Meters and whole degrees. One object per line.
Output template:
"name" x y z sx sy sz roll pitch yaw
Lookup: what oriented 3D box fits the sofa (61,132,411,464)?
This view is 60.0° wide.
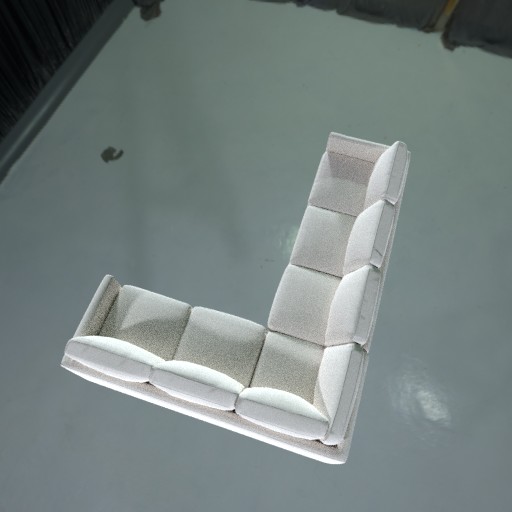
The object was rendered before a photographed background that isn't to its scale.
"sofa" 0.000 0.000 4.567 2.593 0.947 3.302 16 66 8
